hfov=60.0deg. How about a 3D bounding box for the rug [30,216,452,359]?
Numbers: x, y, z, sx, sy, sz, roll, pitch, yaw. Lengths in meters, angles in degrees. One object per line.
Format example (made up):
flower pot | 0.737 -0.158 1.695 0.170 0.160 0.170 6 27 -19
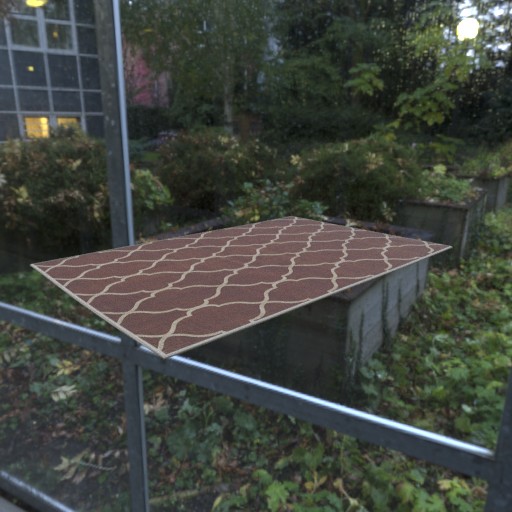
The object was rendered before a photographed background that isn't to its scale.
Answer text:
rug | 0.000 0.000 2.841 2.294 0.014 1.528 -14 21 -41
